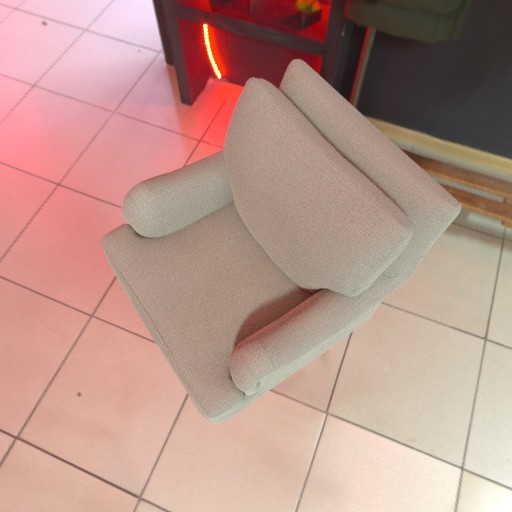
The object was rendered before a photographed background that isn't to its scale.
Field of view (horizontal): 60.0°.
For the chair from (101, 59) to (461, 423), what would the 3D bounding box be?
[{"bbox_3d":[0.000,0.000,1.880,1.070,1.038,0.955,-32,67,-15],"label":"chair"}]
